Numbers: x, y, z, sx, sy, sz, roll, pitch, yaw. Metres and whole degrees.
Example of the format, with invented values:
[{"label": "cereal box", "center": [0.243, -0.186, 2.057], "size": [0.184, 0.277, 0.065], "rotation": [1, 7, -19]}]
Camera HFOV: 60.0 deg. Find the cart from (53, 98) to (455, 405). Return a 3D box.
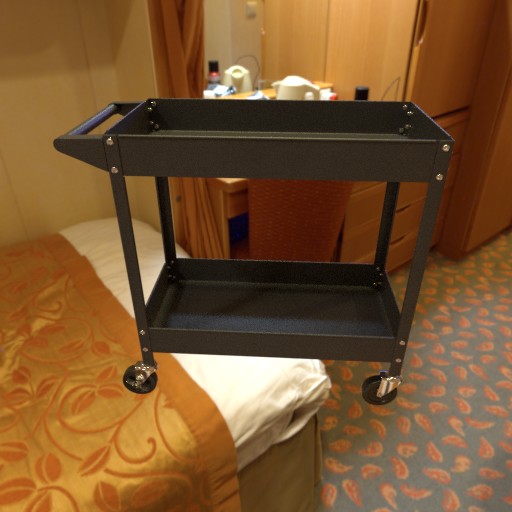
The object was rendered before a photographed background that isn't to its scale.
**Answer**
[{"label": "cart", "center": [0.000, 0.000, 1.160], "size": [0.779, 0.719, 0.366], "rotation": [2, 31, 3]}]
